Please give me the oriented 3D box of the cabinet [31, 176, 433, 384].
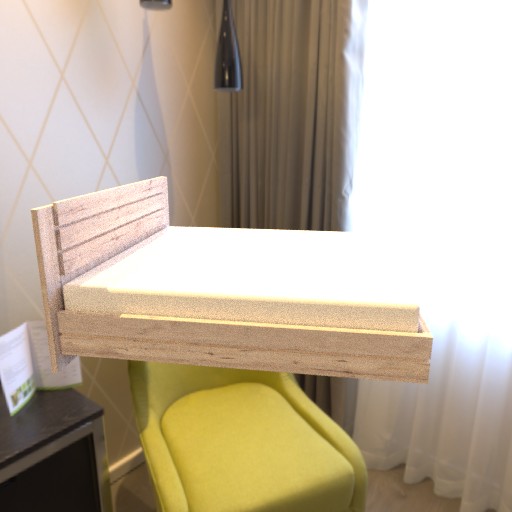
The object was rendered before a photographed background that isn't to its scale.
[{"bbox_3d":[0.000,0.000,3.214,2.080,0.970,1.950,2,15,9],"label":"cabinet"}]
